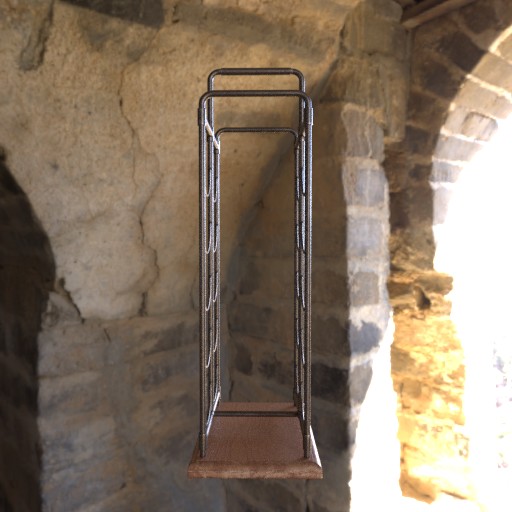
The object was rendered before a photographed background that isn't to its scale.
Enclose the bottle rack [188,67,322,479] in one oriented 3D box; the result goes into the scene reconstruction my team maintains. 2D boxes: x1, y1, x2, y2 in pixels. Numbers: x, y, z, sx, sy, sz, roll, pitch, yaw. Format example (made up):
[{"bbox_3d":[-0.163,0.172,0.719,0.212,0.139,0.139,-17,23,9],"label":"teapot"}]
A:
[{"bbox_3d":[0.000,0.000,0.811,0.208,0.680,0.276,0,2,1],"label":"bottle rack"}]
